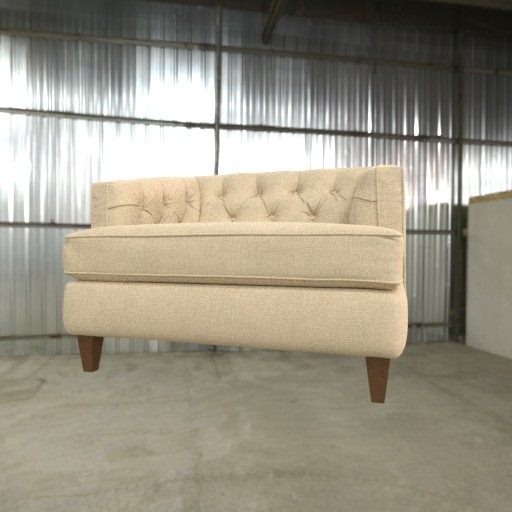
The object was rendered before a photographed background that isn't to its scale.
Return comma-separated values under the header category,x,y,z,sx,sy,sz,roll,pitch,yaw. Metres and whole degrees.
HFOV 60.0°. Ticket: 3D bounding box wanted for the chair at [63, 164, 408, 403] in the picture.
category,x,y,z,sx,sy,sz,roll,pitch,yaw
chair,0.000,0.000,1.732,1.118,0.787,0.914,0,1,18
